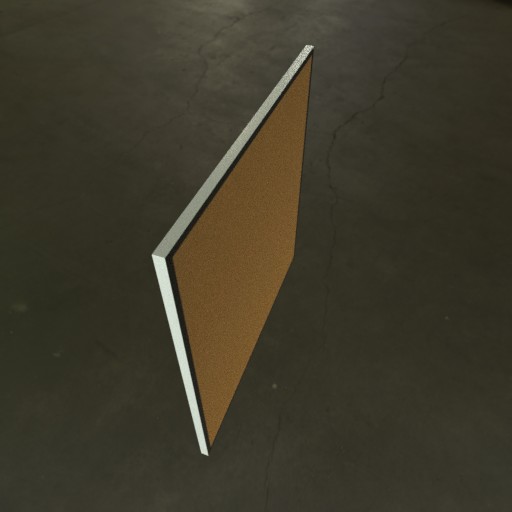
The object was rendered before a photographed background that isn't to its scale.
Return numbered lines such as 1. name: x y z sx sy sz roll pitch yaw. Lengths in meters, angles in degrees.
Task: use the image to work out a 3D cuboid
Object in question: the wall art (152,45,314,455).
1. wall art: 0.000 0.000 1.192 0.022 0.803 0.805 15 49 14
